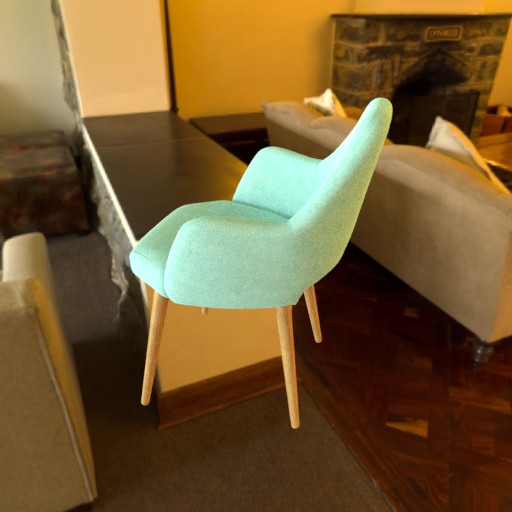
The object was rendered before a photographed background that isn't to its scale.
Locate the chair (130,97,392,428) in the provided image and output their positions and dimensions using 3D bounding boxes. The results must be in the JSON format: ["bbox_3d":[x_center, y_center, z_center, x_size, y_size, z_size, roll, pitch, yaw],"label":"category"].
[{"bbox_3d":[0.000,0.000,1.224,0.610,0.840,0.590,8,30,15],"label":"chair"}]
